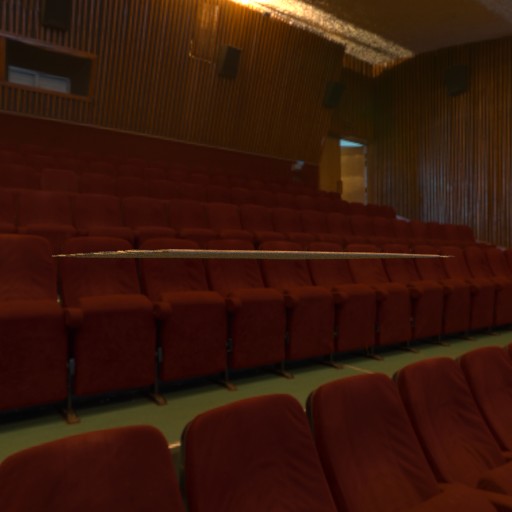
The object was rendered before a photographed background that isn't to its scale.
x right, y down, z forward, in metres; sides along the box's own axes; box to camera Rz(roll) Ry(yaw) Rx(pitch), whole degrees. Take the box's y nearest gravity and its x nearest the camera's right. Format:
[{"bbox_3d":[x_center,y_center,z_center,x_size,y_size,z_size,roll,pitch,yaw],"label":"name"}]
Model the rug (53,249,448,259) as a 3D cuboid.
[{"bbox_3d":[0.000,0.000,3.186,2.465,0.023,1.619,1,-1,-36],"label":"rug"}]
